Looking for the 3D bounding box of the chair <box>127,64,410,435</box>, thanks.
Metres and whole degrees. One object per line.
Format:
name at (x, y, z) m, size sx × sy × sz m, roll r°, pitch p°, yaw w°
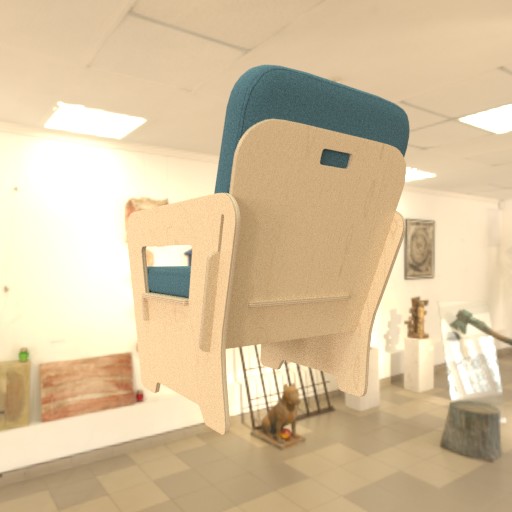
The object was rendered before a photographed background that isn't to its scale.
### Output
chair at (0.000, 0.000, 1.198) m, size 0.547 × 0.747 × 0.657 m, roll 0°, pitch 0°, yaw -36°
